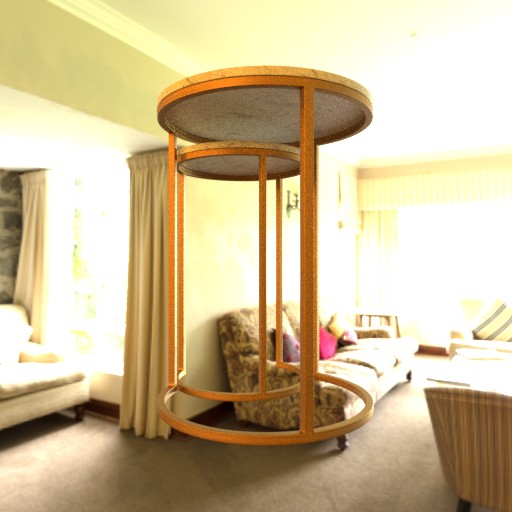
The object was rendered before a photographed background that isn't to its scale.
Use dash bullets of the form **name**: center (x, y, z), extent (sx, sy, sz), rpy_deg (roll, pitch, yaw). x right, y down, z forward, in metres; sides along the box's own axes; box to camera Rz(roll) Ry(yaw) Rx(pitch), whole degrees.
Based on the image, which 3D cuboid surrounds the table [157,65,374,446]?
- **table**: center (0.000, 0.000, 0.891), extent (0.400, 0.550, 0.507), rpy_deg (0, 0, -18)
